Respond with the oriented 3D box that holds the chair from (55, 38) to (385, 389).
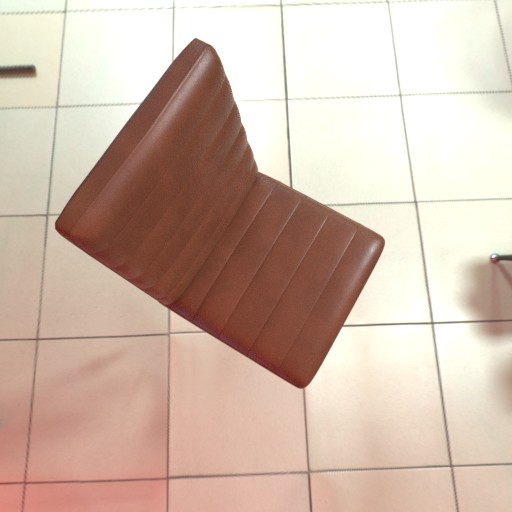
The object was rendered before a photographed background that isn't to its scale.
[{"bbox_3d":[0.000,0.000,1.295,0.634,0.930,0.520,30,77,7],"label":"chair"}]
